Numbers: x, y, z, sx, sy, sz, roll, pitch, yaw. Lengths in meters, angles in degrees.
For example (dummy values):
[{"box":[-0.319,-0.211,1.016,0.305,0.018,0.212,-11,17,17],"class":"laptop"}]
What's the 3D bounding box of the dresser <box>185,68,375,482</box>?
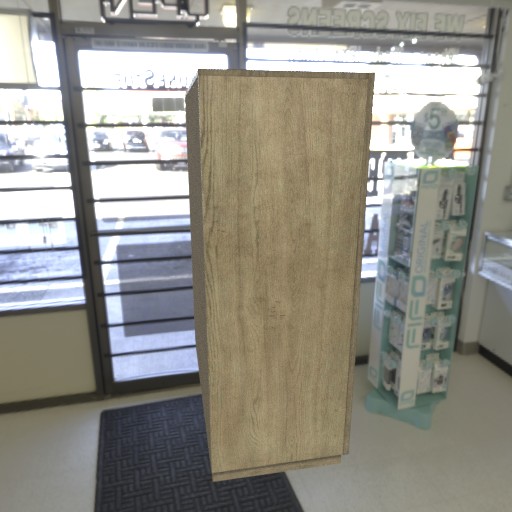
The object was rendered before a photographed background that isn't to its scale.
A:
[{"box":[0.000,0.000,1.801,0.483,1.295,0.967,-3,17,-10],"class":"dresser"}]
